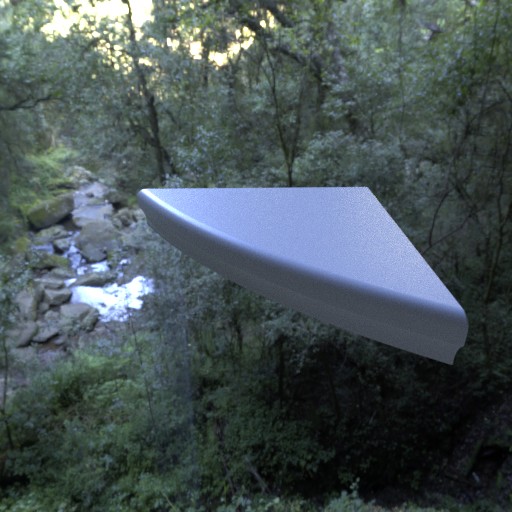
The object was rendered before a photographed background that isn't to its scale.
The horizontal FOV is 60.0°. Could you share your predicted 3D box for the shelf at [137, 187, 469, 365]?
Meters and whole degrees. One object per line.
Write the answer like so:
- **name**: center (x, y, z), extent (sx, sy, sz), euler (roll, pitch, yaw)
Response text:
- **shelf**: center (0.000, 0.000, 0.466), extent (0.310, 0.050, 0.310), euler (-1, 26, -1)
